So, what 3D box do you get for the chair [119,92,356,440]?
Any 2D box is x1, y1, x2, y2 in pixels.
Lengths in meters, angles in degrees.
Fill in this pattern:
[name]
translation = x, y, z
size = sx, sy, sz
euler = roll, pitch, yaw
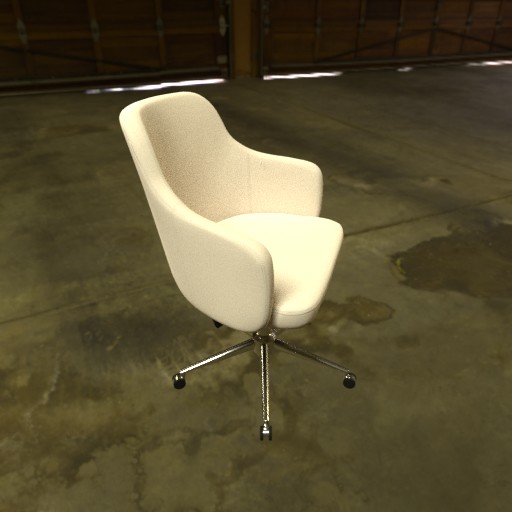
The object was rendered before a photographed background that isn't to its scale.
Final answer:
[chair]
translation = 0.000, 0.000, 1.261
size = 0.647, 0.819, 0.602
euler = 9, 31, 16
